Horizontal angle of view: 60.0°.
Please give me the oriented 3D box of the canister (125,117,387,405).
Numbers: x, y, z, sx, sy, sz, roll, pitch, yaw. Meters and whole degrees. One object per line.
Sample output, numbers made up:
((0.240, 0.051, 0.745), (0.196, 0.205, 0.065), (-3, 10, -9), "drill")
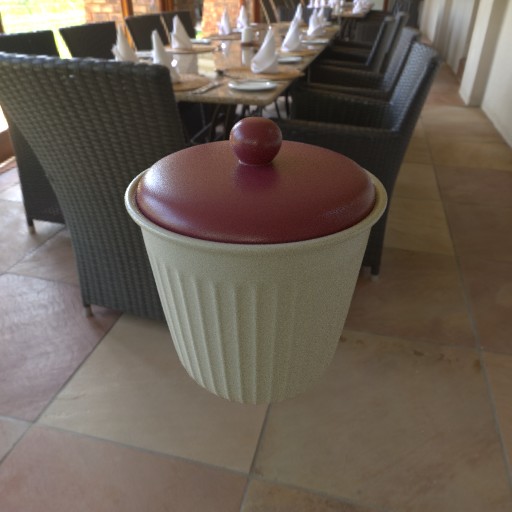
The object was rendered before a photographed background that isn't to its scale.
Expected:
((0.000, 0.000, 0.345), (0.181, 0.211, 0.181), (0, 31, 0), "canister")
